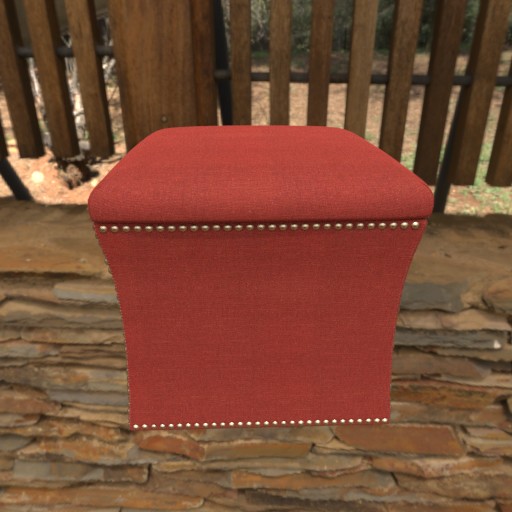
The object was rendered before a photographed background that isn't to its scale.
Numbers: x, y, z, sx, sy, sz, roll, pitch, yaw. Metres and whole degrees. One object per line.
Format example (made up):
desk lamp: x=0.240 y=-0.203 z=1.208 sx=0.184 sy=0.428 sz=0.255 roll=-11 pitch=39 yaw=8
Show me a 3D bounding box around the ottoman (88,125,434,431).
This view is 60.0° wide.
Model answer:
ottoman: x=0.000 y=0.000 z=0.902 sx=0.497 sy=0.475 sz=0.507 roll=-1 pitch=24 yaw=-2
